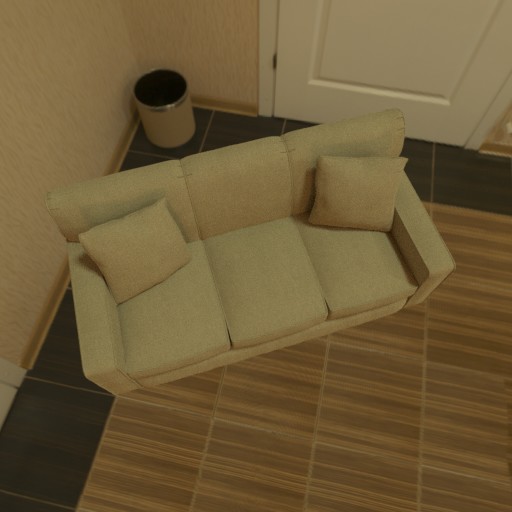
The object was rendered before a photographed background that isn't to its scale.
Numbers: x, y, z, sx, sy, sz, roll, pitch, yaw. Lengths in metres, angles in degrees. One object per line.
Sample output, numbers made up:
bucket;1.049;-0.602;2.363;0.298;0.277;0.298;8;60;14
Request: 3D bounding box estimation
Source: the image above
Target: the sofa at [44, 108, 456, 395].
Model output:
sofa;0.000;0.000;2.598;2.024;0.958;0.997;-15;64;-8
